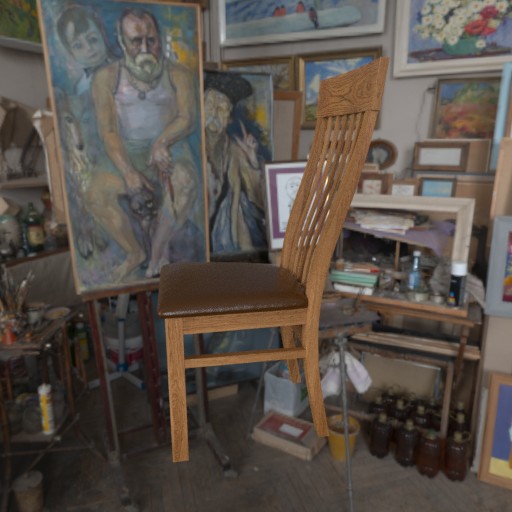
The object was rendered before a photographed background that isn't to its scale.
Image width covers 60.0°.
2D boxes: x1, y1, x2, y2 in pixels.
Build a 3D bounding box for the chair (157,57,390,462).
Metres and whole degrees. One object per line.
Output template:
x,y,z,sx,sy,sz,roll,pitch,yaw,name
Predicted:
0.000,0.000,1.334,0.580,1.050,0.450,-3,15,-10,chair
